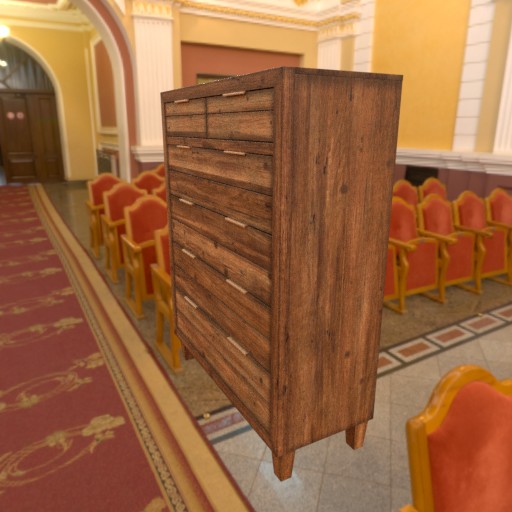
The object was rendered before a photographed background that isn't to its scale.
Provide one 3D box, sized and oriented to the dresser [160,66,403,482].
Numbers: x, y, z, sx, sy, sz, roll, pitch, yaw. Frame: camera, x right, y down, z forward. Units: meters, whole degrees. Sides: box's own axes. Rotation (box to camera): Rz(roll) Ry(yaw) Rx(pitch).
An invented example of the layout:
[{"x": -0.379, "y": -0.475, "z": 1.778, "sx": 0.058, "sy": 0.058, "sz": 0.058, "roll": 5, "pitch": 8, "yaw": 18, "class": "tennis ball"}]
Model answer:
[{"x": 0.000, "y": 0.000, "z": 1.886, "sx": 0.438, "sy": 1.359, "sz": 1.067, "roll": -9, "pitch": 18, "yaw": -27, "class": "dresser"}]
